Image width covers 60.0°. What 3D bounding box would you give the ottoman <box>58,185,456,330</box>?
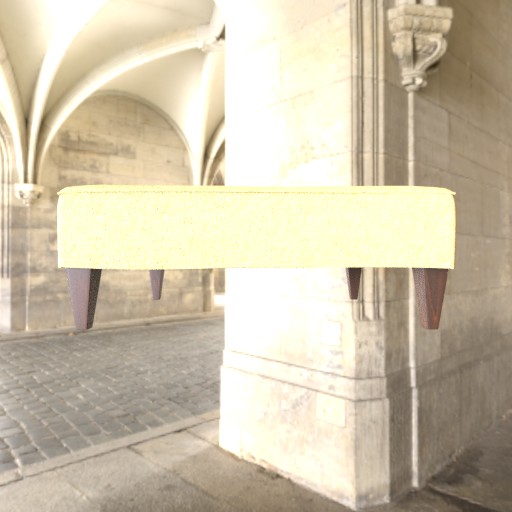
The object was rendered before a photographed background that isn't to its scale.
[{"bbox_3d":[0.000,0.000,1.546,0.981,0.378,0.970,0,-1,0],"label":"ottoman"}]
